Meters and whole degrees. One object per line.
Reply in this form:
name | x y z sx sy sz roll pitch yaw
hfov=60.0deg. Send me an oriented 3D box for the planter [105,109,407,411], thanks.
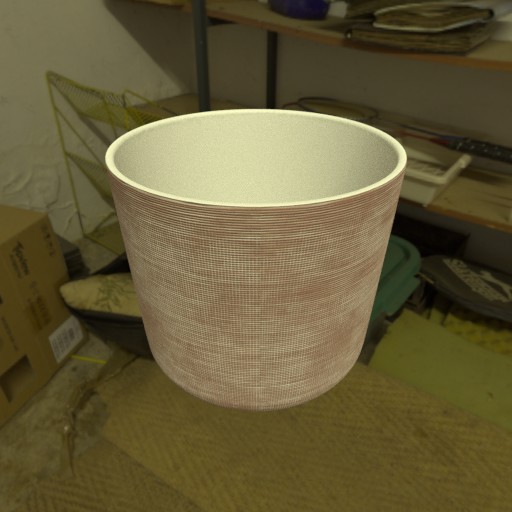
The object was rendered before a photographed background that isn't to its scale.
planter | 0.000 0.000 0.775 0.440 0.398 0.440 0 32 0
